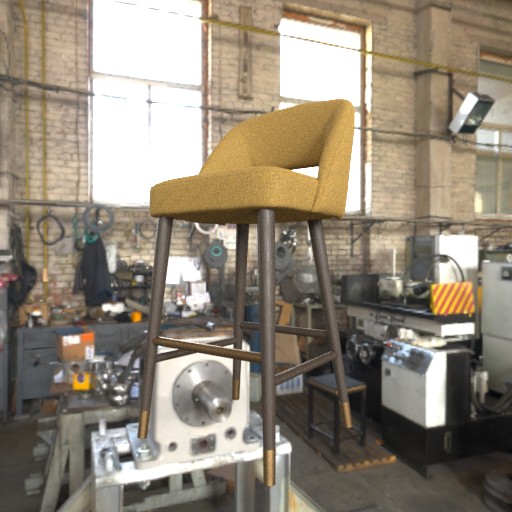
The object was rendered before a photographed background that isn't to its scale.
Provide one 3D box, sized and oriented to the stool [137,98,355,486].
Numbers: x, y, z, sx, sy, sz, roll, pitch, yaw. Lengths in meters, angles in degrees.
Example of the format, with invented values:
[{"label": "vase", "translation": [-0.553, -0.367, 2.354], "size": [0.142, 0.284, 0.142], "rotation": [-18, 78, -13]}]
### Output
[{"label": "stool", "translation": [0.000, 0.000, 1.329], "size": [0.536, 1.032, 0.522], "rotation": [0, 0, 36]}]
